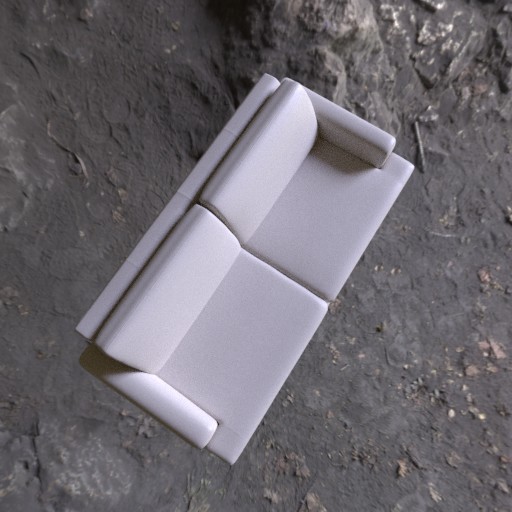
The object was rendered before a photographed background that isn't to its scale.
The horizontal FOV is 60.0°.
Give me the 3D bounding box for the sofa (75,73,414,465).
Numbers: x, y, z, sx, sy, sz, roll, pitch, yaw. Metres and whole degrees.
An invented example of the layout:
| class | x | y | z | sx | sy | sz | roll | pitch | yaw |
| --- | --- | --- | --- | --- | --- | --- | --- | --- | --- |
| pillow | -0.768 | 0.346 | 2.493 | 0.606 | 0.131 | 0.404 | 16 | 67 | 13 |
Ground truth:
| class | x | y | z | sx | sy | sz | roll | pitch | yaw |
| --- | --- | --- | --- | --- | --- | --- | --- | --- | --- |
| sofa | 0.000 | 0.000 | 2.427 | 0.974 | 0.765 | 1.940 | 32 | 78 | 8 |
